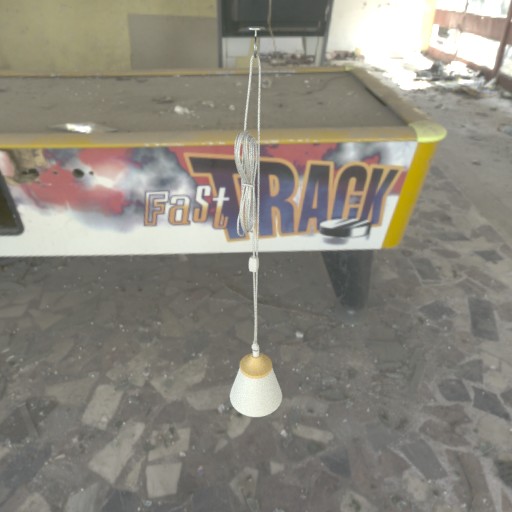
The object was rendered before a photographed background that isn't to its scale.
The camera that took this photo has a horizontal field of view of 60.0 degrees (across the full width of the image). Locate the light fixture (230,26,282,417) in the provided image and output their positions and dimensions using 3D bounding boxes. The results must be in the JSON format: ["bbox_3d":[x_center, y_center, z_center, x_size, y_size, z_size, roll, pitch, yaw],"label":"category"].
[{"bbox_3d":[0.000,0.000,1.050,0.153,0.966,0.153,21,38,30],"label":"light fixture"}]
